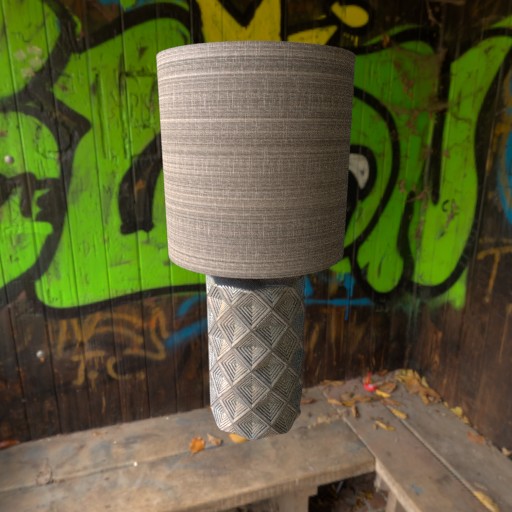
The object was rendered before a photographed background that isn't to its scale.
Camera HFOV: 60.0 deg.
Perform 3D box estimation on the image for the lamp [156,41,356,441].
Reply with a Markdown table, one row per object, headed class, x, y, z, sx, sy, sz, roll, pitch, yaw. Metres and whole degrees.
| class | x | y | z | sx | sy | sz | roll | pitch | yaw |
| --- | --- | --- | --- | --- | --- | --- | --- | --- | --- |
| lamp | 0.000 | 0.000 | 0.691 | 0.268 | 0.566 | 0.269 | 15 | 22 | 41 |
